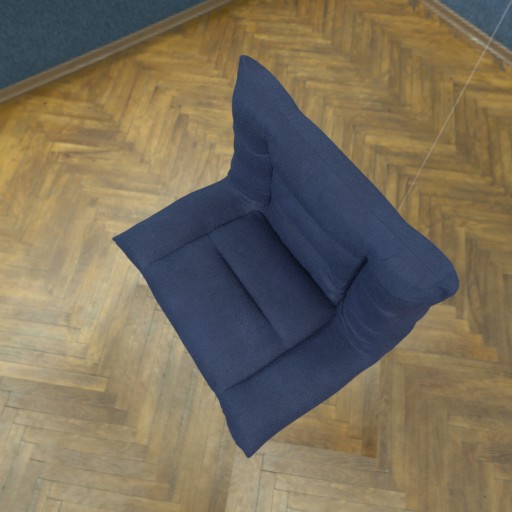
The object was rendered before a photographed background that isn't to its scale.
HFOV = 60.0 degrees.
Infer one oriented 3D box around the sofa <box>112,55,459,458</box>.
[{"bbox_3d":[0.000,0.000,1.689,0.849,0.778,1.122,-31,68,-14],"label":"sofa"}]
